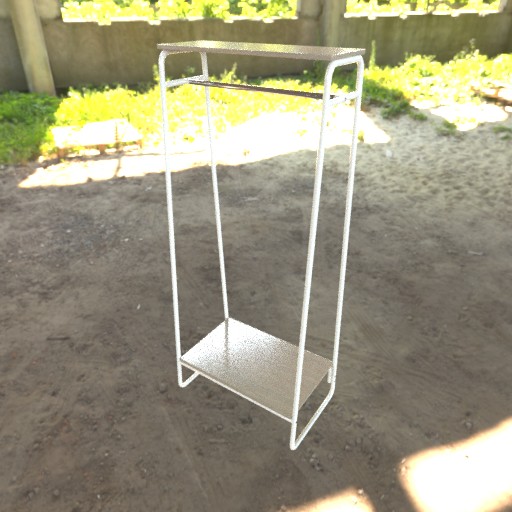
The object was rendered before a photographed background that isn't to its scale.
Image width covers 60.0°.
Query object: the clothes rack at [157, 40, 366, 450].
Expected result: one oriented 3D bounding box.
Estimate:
[{"bbox_3d":[0.000,0.000,1.765,0.640,1.512,0.400,19,34,29],"label":"clothes rack"}]
